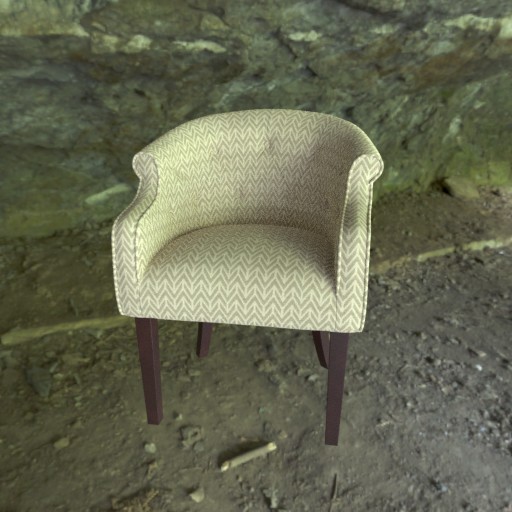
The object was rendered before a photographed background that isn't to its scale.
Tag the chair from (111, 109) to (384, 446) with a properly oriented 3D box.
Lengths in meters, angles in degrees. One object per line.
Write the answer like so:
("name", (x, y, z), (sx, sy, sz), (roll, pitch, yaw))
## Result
("chair", (0.000, 0.000, 1.328), (0.686, 0.858, 0.613), (3, 16, 10))
